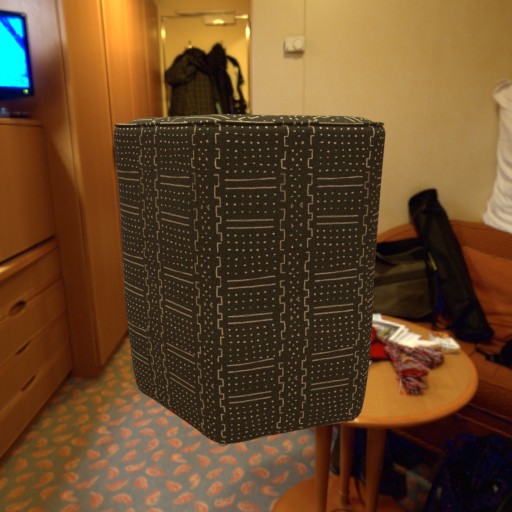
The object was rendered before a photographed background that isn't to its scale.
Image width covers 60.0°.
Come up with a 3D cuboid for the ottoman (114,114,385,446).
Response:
[{"bbox_3d":[0.000,0.000,0.851,0.494,0.502,0.443,14,20,42],"label":"ottoman"}]
